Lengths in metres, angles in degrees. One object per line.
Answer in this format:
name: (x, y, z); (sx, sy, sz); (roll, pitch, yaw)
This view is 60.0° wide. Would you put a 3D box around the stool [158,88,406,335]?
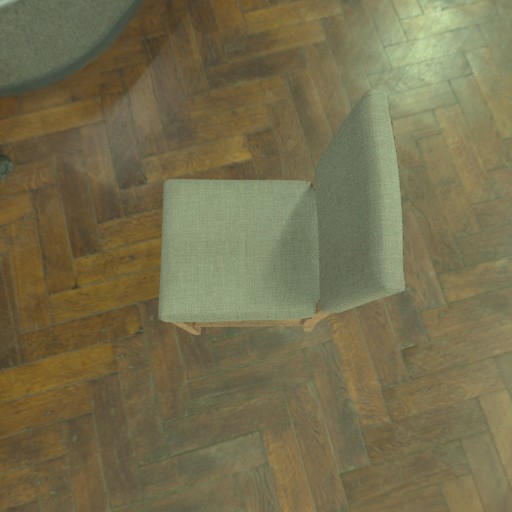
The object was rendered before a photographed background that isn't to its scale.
stool: (0.000, 0.000, 1.461); (0.585, 1.203, 0.445); (0, 76, 0)
